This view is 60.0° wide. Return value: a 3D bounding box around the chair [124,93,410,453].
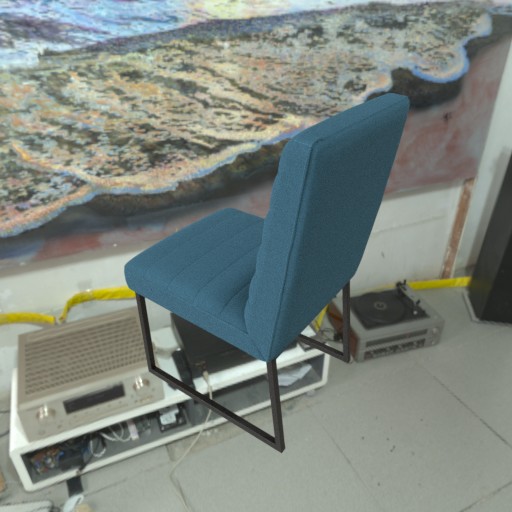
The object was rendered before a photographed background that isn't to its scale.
[{"bbox_3d":[0.000,0.000,1.332,0.634,0.930,0.520,20,36,30],"label":"chair"}]
